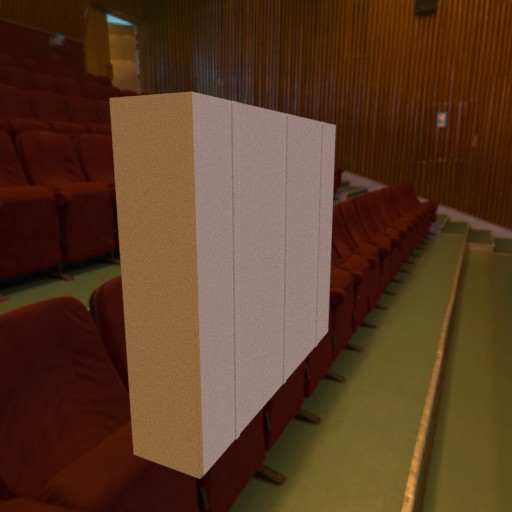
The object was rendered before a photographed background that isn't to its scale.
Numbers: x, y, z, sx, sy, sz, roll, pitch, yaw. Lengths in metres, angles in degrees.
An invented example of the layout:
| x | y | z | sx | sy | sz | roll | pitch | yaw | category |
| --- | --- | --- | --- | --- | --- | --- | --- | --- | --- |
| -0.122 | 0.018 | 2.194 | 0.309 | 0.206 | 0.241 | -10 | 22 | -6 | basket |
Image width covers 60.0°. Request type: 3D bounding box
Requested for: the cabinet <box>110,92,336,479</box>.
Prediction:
| x | y | z | sx | sy | sz | roll | pitch | yaw | category |
| --- | --- | --- | --- | --- | --- | --- | --- | --- | --- |
| 0.000 | 0.000 | 3.907 | 0.590 | 2.370 | 2.700 | 6 | 14 | 25 | cabinet |
